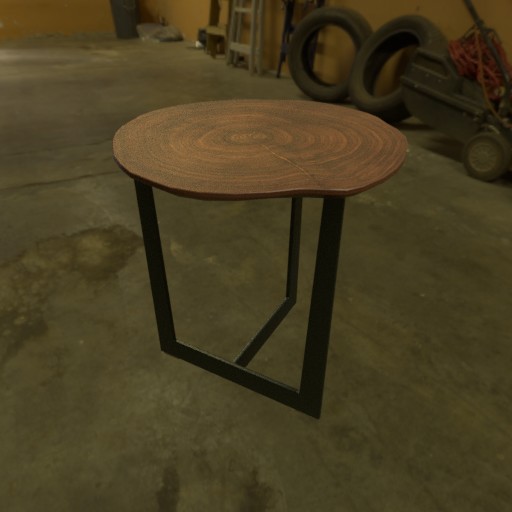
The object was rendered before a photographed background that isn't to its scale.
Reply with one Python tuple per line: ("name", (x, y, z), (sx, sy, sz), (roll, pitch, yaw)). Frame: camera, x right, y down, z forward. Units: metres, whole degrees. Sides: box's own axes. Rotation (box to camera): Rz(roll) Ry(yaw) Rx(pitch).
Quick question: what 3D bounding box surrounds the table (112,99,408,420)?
("table", (0.000, 0.000, 0.852), (0.477, 0.476, 0.494), (10, 33, 16))
